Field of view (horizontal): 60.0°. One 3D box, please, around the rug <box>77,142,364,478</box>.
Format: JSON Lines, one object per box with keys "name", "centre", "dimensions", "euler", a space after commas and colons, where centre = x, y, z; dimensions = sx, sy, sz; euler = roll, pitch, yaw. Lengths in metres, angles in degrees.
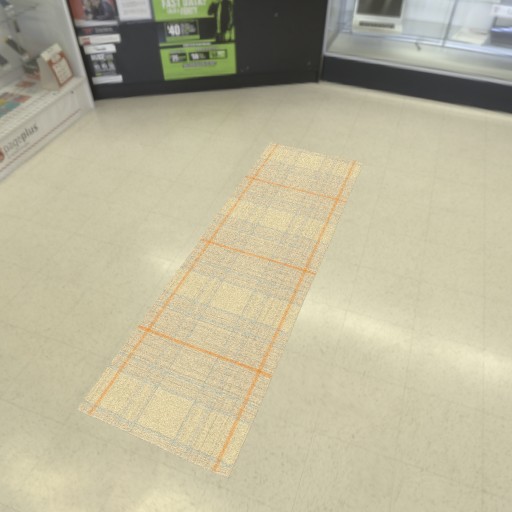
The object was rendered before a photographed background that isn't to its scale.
{"name": "rug", "centre": [0.000, 0.000, 2.709], "dimensions": [0.770, 0.016, 2.442], "euler": [17, 49, 15]}
